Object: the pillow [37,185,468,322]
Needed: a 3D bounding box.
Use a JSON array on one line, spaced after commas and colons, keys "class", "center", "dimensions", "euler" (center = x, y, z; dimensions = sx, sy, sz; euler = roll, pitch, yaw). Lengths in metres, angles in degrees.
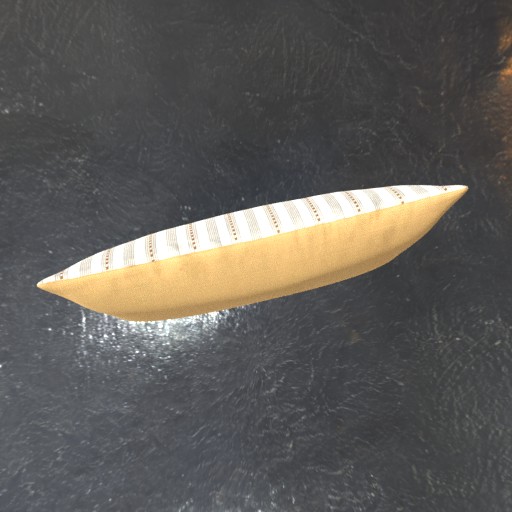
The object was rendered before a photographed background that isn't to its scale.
[{"class": "pillow", "center": [0.000, 0.000, 0.745], "dimensions": [0.608, 0.291, 0.151], "euler": [-13, 77, -3]}]
